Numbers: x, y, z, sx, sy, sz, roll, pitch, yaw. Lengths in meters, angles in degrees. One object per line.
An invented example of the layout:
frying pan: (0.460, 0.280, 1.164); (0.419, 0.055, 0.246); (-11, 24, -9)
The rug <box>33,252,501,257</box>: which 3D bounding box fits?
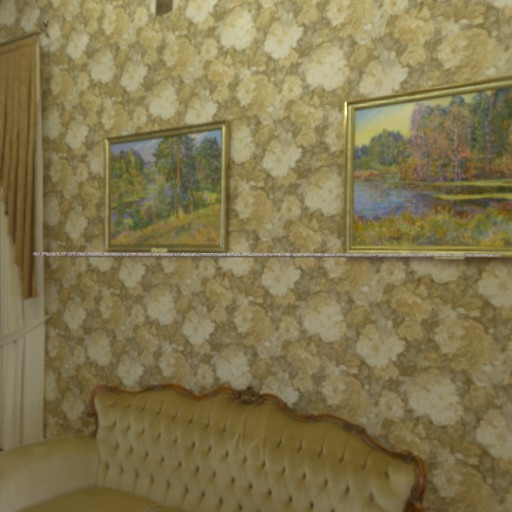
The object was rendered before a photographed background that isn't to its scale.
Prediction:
rug: (0.000, 0.000, 2.767); (2.283, 0.013, 1.547); (0, 0, -18)
